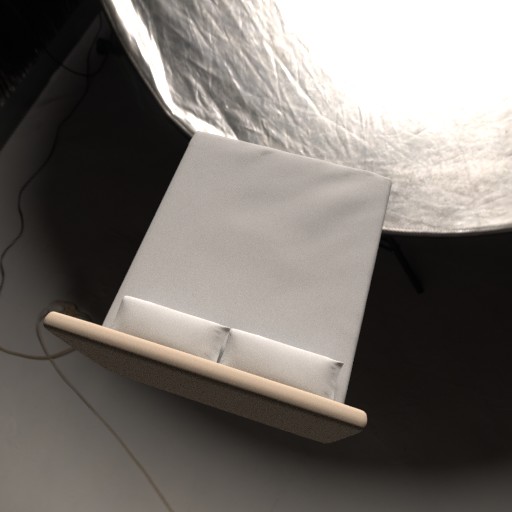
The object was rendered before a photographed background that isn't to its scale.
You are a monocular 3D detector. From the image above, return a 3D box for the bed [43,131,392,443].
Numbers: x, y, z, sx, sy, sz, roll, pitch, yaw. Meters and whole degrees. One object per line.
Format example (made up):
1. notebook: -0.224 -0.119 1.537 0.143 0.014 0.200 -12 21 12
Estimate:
1. bed: 0.000 0.000 3.326 1.884 1.330 2.142 16 65 7
